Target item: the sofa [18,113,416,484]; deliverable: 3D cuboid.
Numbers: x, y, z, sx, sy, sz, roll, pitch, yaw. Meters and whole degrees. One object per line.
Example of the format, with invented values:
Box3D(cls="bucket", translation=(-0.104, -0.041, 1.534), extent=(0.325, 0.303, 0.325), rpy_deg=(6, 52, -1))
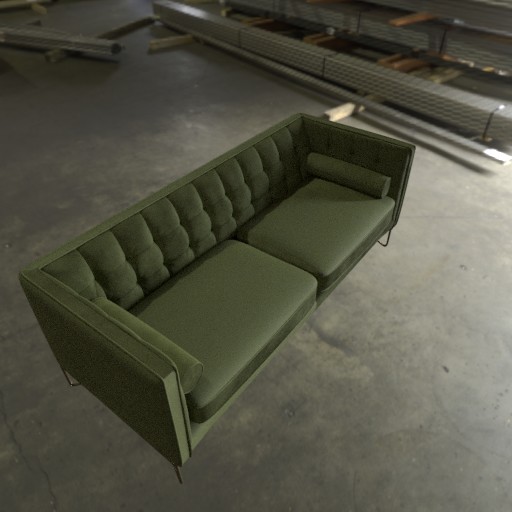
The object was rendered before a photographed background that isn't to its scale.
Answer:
Box3D(cls="sofa", translation=(0.000, 0.000, 2.434), extent=(0.867, 0.789, 2.087), rpy_deg=(26, 46, 28))
